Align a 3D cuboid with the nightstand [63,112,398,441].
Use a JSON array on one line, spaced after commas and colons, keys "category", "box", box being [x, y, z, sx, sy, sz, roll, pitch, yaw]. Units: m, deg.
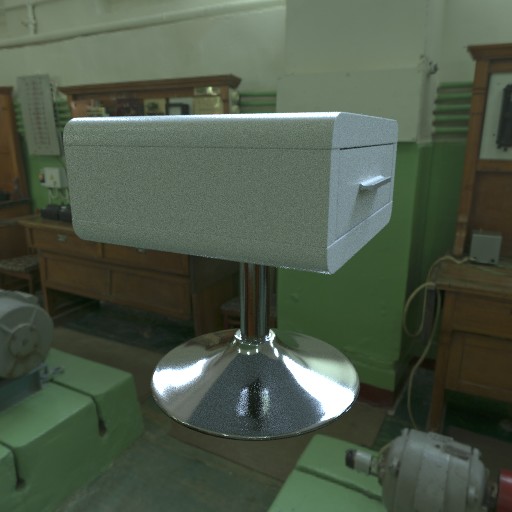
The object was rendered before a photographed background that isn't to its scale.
[{"category": "nightstand", "box": [0.000, 0.000, 0.755, 0.404, 0.447, 0.399, 8, 17, 25]}]
